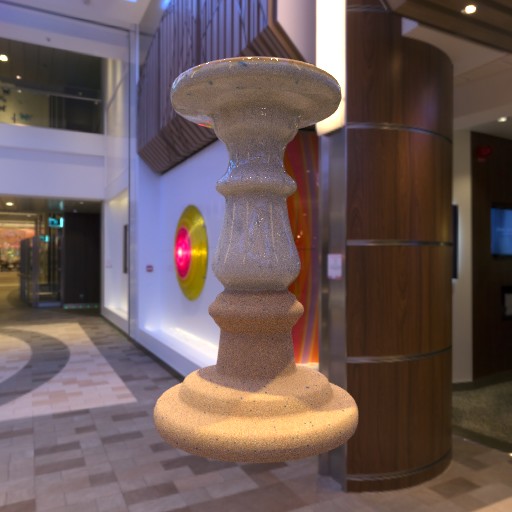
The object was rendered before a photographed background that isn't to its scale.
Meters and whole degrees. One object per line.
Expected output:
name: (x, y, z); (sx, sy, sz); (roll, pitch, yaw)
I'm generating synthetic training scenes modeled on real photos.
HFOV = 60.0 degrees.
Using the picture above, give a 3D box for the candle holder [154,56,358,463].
candle holder: (0.000, 0.000, 0.273); (0.123, 0.202, 0.123); (0, 0, 0)
